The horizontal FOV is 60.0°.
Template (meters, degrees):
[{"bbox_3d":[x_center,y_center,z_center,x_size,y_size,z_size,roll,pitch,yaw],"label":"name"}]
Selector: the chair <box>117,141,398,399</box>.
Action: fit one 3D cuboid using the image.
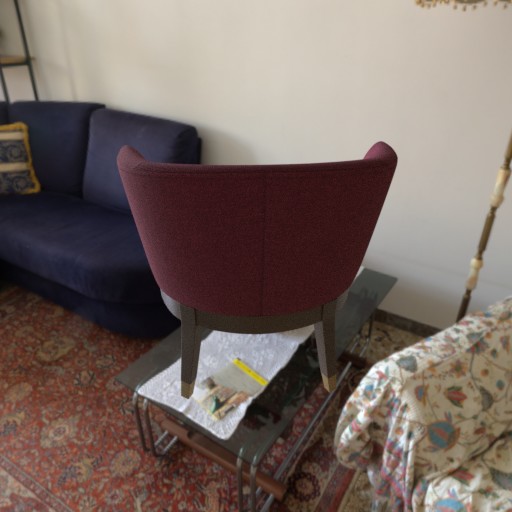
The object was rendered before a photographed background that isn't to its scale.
[{"bbox_3d":[0.000,0.000,1.326,0.700,0.760,0.660,-2,30,-3],"label":"chair"}]
